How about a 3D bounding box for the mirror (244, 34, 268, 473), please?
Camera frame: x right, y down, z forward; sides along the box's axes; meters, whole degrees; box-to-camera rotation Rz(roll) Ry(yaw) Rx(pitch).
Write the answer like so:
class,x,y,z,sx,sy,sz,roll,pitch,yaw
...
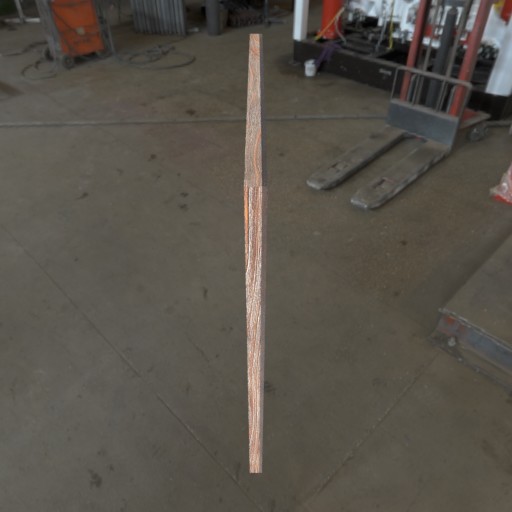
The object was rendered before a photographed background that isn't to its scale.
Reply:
class,x,y,z,sx,sy,sz,roll,pitch,yaw
mirror,0.000,0.000,1.156,0.032,0.882,0.730,0,41,0
